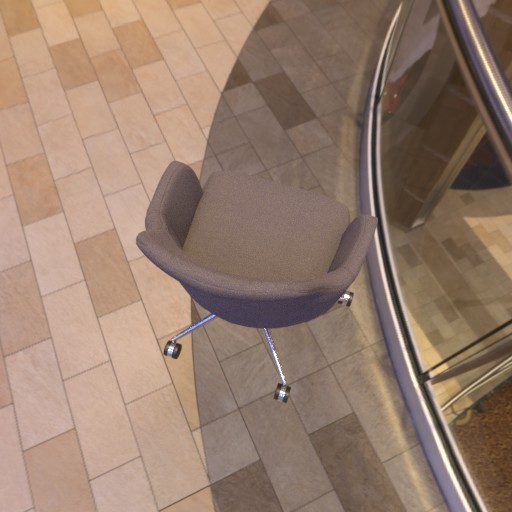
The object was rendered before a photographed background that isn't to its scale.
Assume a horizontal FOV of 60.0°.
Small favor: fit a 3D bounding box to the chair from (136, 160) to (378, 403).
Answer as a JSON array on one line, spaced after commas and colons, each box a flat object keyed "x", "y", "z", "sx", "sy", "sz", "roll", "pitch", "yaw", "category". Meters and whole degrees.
[{"x": 0.000, "y": 0.000, "z": 1.276, "sx": 0.655, "sy": 0.820, "sz": 0.600, "roll": 17, "pitch": 65, "yaw": 8, "category": "chair"}]
